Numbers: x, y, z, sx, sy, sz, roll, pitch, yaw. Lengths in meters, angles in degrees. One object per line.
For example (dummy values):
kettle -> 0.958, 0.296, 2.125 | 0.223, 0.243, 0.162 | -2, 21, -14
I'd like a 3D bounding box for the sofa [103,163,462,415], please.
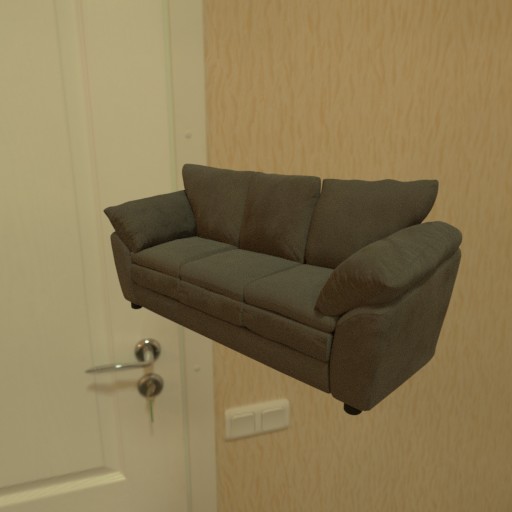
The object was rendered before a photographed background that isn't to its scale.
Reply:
sofa -> 0.000, 0.000, 2.870 | 2.336, 1.073, 0.878 | 14, 21, 42
